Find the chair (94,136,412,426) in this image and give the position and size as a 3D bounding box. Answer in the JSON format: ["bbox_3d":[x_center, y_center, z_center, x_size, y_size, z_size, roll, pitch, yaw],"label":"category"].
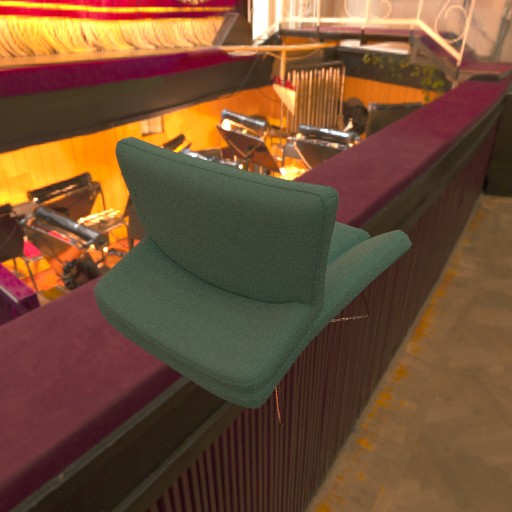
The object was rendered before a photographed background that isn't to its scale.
[{"bbox_3d":[0.000,0.000,1.680,0.859,0.855,1.008,21,36,33],"label":"chair"}]
